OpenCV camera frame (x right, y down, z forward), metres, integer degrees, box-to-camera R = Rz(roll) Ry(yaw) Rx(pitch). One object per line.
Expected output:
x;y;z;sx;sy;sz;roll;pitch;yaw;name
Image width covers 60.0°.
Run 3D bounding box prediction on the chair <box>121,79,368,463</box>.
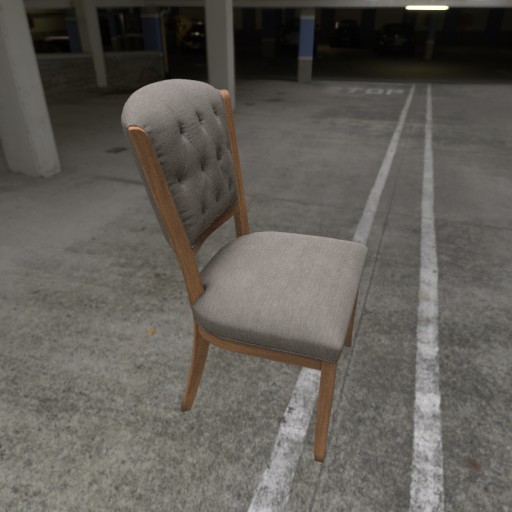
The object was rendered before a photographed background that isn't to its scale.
0.000;0.000;1.259;0.584;0.905;0.513;10;31;16;chair
